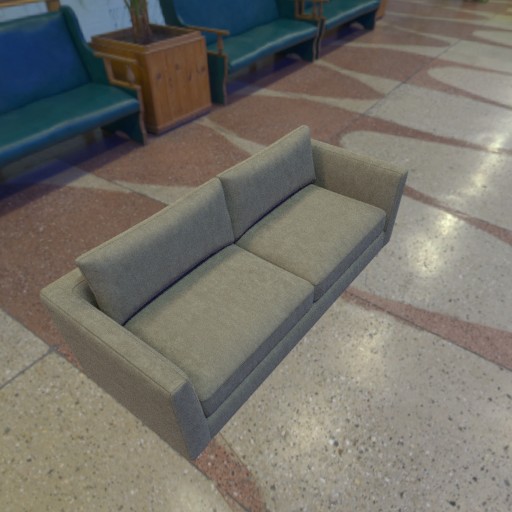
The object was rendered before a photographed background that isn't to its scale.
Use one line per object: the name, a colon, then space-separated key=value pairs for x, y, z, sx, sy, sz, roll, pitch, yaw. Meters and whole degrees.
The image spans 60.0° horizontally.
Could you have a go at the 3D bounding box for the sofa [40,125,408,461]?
sofa: x=0.000 y=0.000 z=2.584 sx=0.889 sy=0.864 sz=2.121 roll=26 pitch=46 yaw=28
